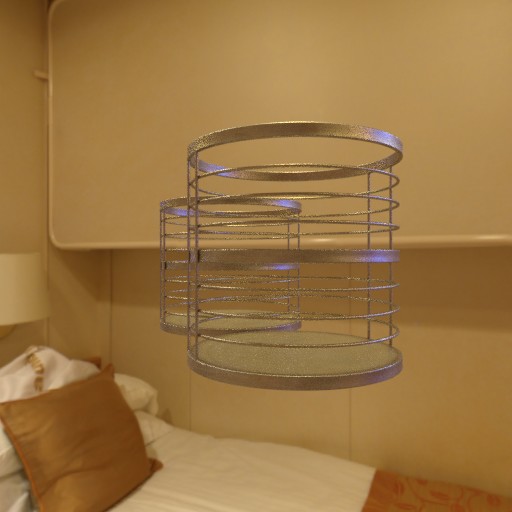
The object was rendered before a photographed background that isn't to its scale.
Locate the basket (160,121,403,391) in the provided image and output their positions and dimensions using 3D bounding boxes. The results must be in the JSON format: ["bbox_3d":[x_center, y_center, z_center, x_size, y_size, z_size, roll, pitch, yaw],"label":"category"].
[{"bbox_3d":[0.000,0.000,0.938,0.356,0.351,0.746,0,0,-19],"label":"basket"}]
